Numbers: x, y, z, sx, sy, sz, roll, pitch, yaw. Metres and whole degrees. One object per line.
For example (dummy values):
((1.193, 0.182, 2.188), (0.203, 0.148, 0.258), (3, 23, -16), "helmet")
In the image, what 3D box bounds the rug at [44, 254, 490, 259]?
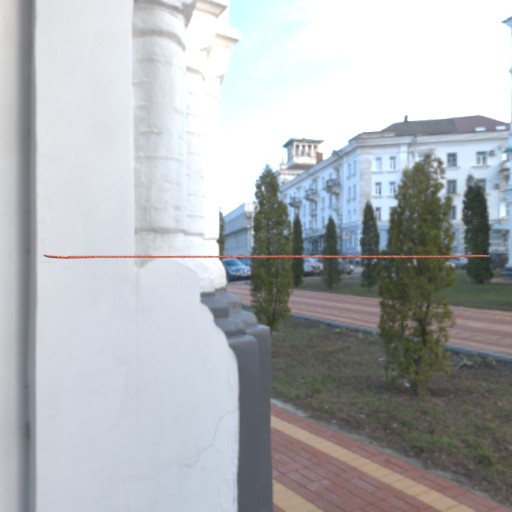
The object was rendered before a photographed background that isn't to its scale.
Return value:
((0.000, 0.000, 2.865), (2.286, 0.026, 1.521), (0, 0, -17), "rug")
